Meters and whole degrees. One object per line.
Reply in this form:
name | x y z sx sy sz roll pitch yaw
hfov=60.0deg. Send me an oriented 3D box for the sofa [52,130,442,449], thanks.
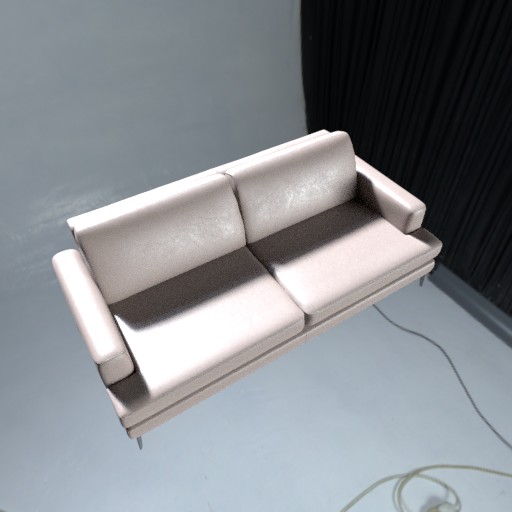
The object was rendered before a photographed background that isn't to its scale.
sofa | 0.000 0.000 2.434 1.940 0.765 0.974 -24 50 -22
